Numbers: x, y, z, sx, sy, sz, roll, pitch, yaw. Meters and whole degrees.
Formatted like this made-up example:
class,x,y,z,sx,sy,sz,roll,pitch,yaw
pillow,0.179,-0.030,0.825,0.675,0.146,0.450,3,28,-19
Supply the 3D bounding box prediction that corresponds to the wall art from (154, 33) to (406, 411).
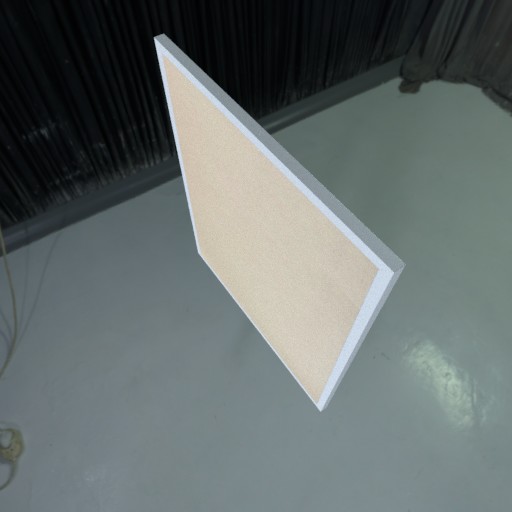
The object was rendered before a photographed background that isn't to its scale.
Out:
class,x,y,z,sx,sy,sz,roll,pitch,yaw
wall art,0.000,0.000,0.618,0.013,0.456,0.382,-31,63,-18
